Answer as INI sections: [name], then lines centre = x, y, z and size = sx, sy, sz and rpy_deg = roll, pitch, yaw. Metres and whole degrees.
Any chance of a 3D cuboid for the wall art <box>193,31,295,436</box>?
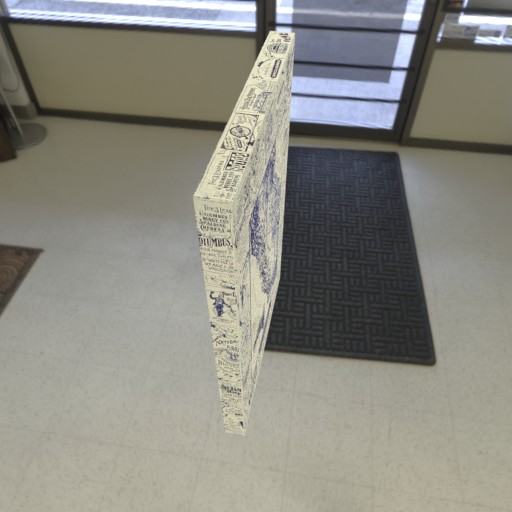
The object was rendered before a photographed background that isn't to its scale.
[wall art]
centre = 0.000, 0.000, 0.779
size = 0.040, 0.601, 0.408
rpy_deg = 9, 48, 8
